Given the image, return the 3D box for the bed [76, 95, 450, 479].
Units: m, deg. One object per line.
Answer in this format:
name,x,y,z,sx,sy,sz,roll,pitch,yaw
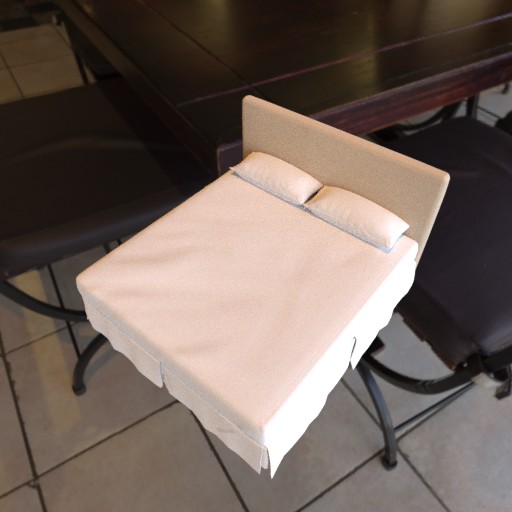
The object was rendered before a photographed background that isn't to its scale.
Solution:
bed,0.000,0.000,3.664,2.119,1.317,2.319,31,54,26
